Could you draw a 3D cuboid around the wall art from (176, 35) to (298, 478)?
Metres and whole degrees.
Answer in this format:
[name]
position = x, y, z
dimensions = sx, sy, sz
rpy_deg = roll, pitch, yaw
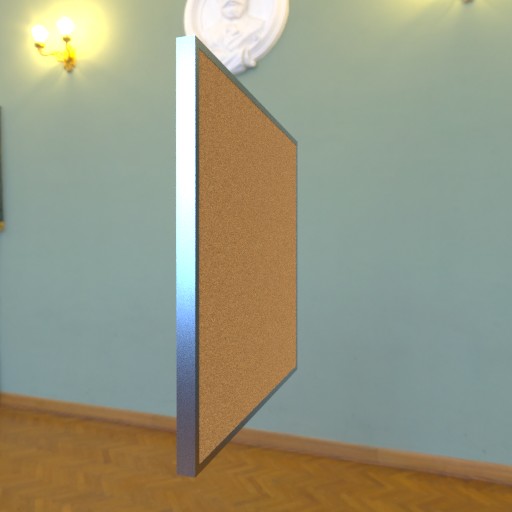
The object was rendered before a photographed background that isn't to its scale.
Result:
[wall art]
position = 0.000, 0.000, 1.195
dimensions = 0.038, 0.806, 0.806
rpy_deg = 0, 0, 19
